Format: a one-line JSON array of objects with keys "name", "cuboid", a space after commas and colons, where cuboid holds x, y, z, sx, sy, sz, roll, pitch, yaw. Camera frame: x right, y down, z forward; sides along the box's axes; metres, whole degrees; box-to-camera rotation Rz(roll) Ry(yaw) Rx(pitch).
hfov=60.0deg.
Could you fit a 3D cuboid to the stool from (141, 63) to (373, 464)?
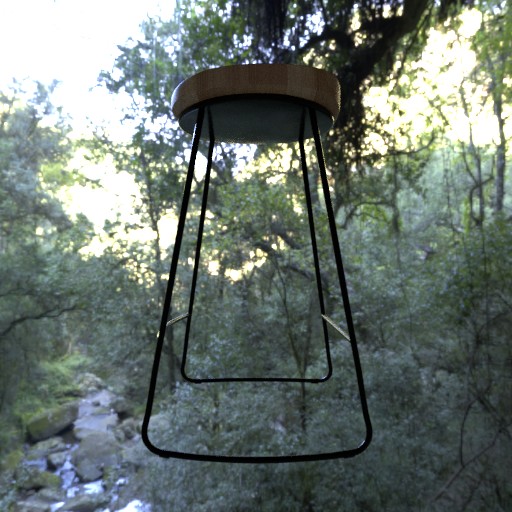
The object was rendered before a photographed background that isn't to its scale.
[{"name": "stool", "cuboid": [0.000, 0.000, 0.960, 0.401, 0.679, 0.480, 0, 0, 0]}]
